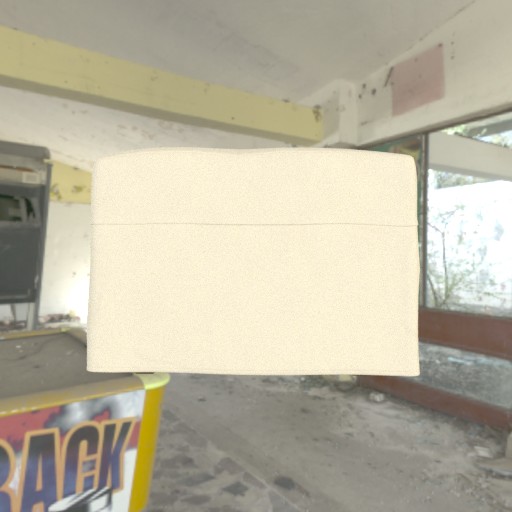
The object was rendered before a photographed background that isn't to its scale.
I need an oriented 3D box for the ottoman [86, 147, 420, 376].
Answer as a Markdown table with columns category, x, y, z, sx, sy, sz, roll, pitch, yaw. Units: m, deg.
| category | x | y | z | sx | sy | sz | roll | pitch | yaw |
| --- | --- | --- | --- | --- | --- | --- | --- | --- | --- |
| ottoman | 0.000 | 0.000 | 1.175 | 0.590 | 0.444 | 0.872 | 0 | 0 | 2 |
